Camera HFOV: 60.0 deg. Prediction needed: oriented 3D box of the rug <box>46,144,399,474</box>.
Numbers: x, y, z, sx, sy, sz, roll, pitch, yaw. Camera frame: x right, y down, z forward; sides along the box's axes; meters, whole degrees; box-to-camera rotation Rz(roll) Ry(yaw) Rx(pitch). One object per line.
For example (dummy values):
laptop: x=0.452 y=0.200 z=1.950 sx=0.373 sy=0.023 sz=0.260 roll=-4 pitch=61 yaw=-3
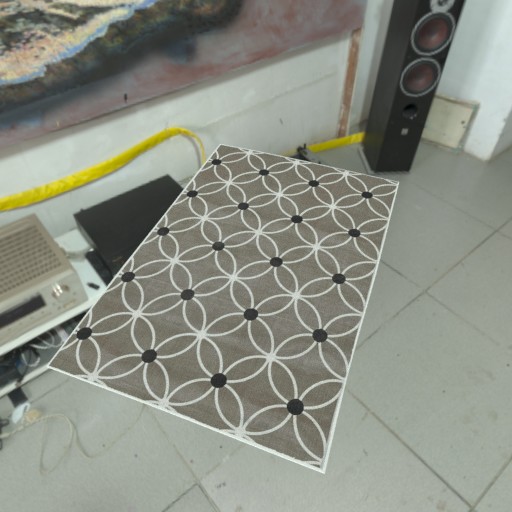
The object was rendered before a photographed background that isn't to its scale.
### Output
rug: x=0.000 y=0.000 z=2.889 sx=1.522 sy=0.008 sz=2.284 roll=15 pitch=48 yaw=14
